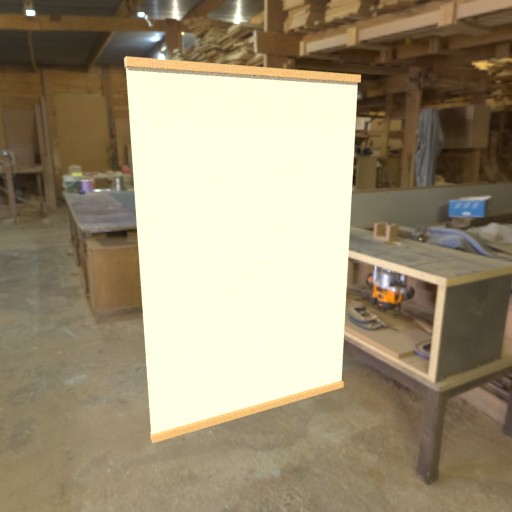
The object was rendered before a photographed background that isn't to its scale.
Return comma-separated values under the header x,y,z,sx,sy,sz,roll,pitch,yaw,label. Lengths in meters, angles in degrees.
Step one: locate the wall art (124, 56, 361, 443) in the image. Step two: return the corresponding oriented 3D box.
x,y,z,sx,sy,sz,roll,pitch,yaw,label
0.000,0.000,1.910,0.991,1.510,0.040,-7,16,-25,wall art
